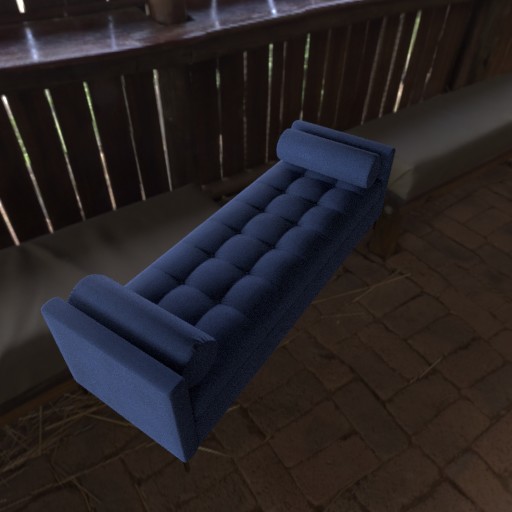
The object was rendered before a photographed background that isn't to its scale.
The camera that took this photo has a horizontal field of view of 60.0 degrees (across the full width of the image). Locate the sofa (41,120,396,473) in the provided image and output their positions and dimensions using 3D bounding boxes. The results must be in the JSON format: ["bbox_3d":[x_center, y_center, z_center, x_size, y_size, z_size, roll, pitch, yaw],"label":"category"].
[{"bbox_3d":[0.000,0.000,2.367,0.686,0.635,1.981,25,48,25],"label":"sofa"}]
